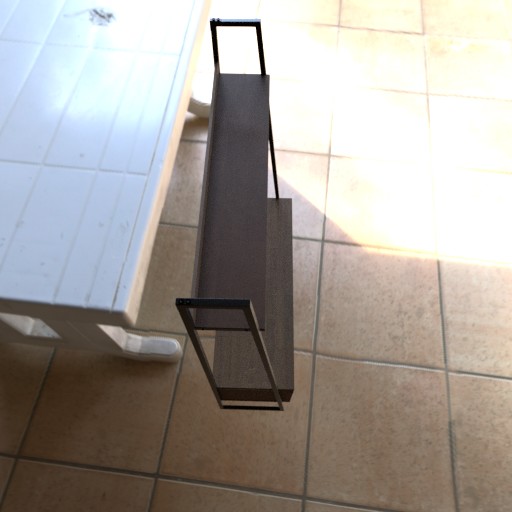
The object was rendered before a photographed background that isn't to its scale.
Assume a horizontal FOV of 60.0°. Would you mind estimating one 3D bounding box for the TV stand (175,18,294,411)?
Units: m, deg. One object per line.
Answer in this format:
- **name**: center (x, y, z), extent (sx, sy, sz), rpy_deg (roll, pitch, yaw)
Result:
- **TV stand**: center (0.000, 0.000, 2.289), extent (0.432, 1.772, 1.250), rpy_deg (1, 62, 1)
